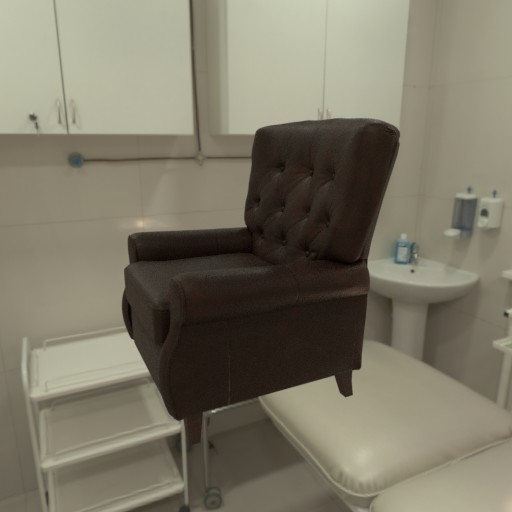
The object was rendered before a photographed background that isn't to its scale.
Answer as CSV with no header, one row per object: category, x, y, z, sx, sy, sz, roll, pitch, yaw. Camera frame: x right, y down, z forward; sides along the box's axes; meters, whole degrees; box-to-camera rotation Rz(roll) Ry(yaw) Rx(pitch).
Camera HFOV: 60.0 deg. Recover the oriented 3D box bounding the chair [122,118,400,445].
chair,0.000,0.000,1.928,1.058,1.158,0.948,-7,17,-25
